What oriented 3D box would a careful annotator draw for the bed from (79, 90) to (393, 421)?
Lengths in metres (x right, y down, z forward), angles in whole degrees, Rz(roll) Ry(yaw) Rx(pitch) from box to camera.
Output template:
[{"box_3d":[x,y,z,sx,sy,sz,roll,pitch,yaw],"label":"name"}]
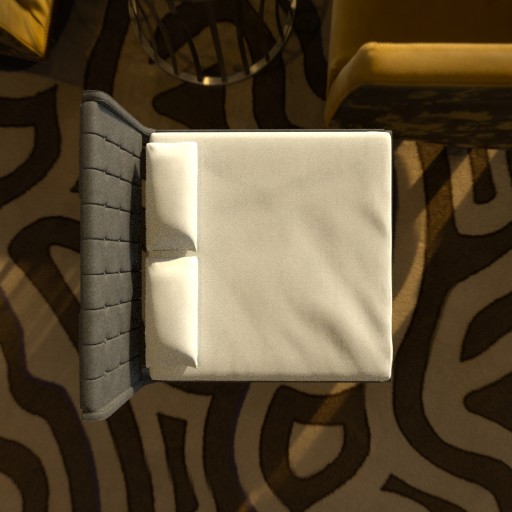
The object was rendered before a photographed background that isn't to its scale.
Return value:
[{"box_3d":[0.000,0.000,2.504,1.638,0.933,1.531,0,90,1],"label":"bed"}]
